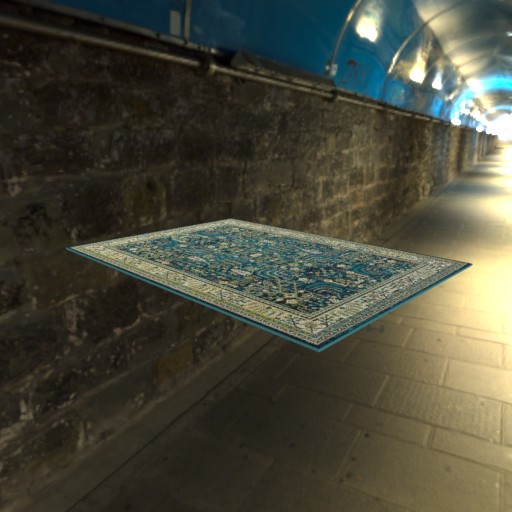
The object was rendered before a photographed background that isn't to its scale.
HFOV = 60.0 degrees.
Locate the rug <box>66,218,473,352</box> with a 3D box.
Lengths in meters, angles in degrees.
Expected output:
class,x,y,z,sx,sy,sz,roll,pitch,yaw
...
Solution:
class,x,y,z,sx,sy,sz,roll,pitch,yaw
rug,0.000,0.000,2.952,2.213,0.013,1.594,14,21,42
